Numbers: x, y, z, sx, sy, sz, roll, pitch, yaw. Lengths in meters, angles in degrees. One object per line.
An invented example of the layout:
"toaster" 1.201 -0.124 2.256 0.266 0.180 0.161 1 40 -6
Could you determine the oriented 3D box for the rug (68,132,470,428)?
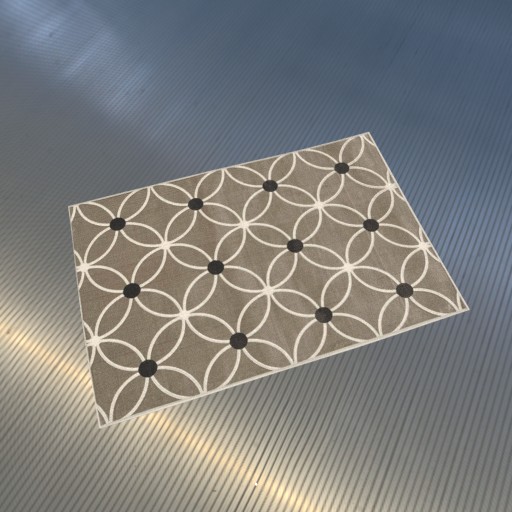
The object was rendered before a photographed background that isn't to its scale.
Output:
"rug" 0.000 0.000 2.900 2.284 0.008 1.522 -16 64 -8
